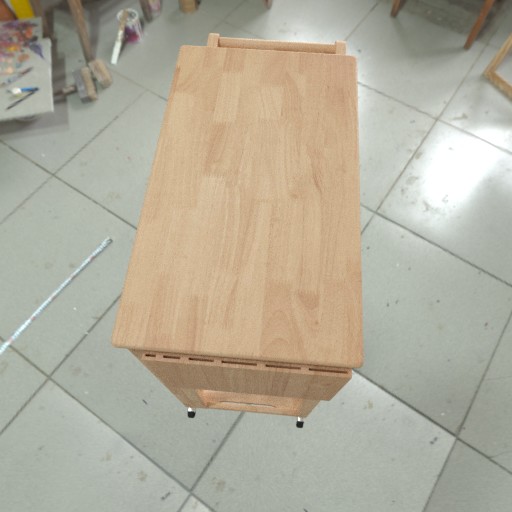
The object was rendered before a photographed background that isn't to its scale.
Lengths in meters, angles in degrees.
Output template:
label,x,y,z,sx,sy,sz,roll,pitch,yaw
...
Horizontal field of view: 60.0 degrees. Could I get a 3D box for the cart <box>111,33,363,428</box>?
label,x,y,z,sx,sy,sz,roll,pitch,yaw
cart,0.000,0.000,1.319,0.432,0.879,0.853,4,64,2
